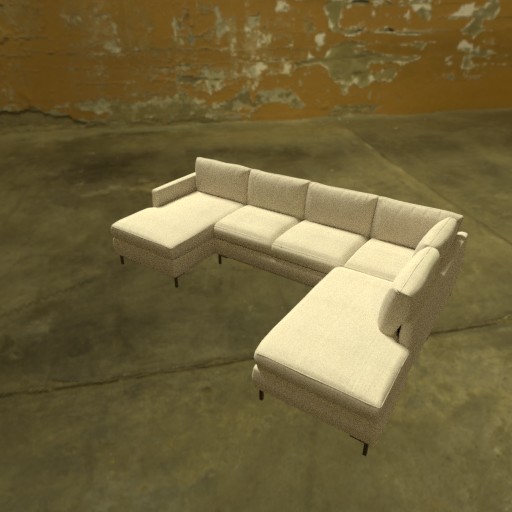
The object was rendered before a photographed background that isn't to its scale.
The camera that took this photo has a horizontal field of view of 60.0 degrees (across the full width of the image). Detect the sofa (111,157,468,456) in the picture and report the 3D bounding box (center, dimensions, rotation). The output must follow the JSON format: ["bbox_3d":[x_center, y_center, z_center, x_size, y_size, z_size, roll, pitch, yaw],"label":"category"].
[{"bbox_3d":[0.000,0.000,3.466,2.737,0.756,1.879,19,34,29],"label":"sofa"}]
